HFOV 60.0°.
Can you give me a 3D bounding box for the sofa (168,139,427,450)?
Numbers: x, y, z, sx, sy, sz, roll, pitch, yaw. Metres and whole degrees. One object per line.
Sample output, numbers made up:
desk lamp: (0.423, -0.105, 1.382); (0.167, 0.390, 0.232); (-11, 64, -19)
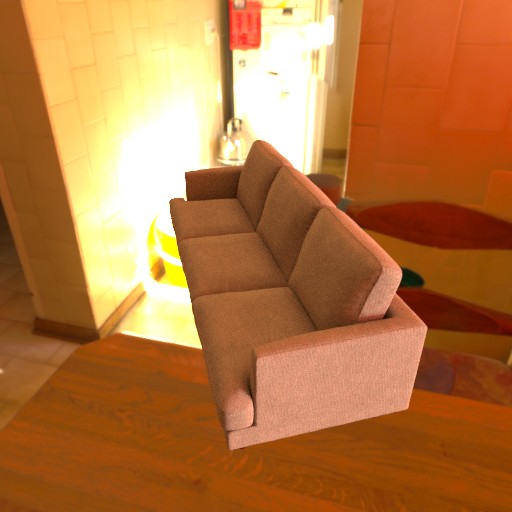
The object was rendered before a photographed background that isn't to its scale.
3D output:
sofa: (0.000, 0.000, 2.770); (0.903, 0.930, 2.246); (-8, 31, -13)
